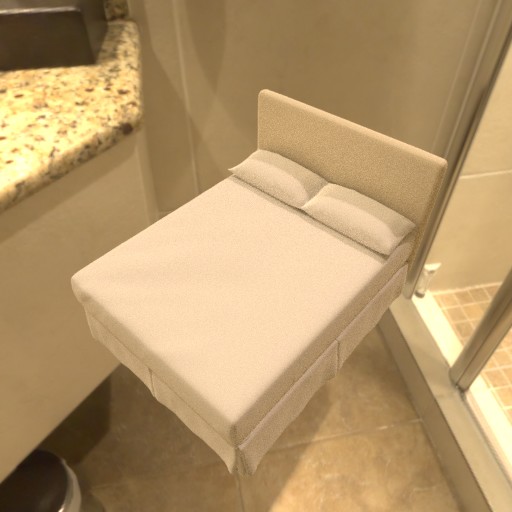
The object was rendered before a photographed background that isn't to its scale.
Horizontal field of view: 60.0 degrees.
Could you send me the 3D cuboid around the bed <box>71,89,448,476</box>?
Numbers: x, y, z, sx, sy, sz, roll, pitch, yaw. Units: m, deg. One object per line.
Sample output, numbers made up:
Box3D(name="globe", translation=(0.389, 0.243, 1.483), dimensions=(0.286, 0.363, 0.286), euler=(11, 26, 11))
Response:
Box3D(name="bed", translation=(0.000, 0.000, 3.245), dimensions=(1.714, 1.330, 2.147), euler=(32, 54, 28))
